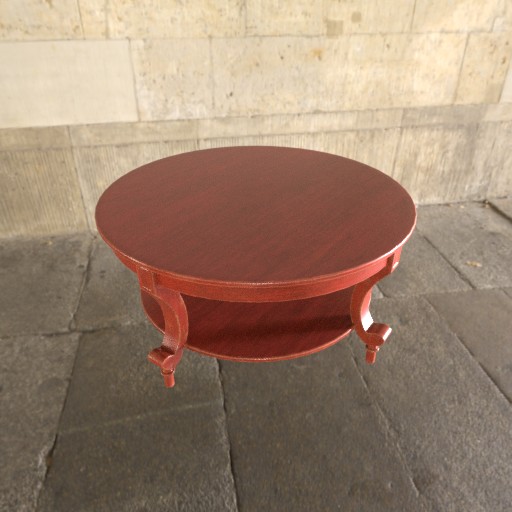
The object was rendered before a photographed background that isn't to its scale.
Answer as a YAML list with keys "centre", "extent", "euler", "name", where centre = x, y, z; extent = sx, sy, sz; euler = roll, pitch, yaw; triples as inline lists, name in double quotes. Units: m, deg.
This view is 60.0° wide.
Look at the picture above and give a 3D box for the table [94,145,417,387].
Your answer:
- centre: [0.000, 0.000, 1.600]
  extent: [1.029, 0.486, 1.029]
  euler: [0, 32, 0]
  name: "table"
